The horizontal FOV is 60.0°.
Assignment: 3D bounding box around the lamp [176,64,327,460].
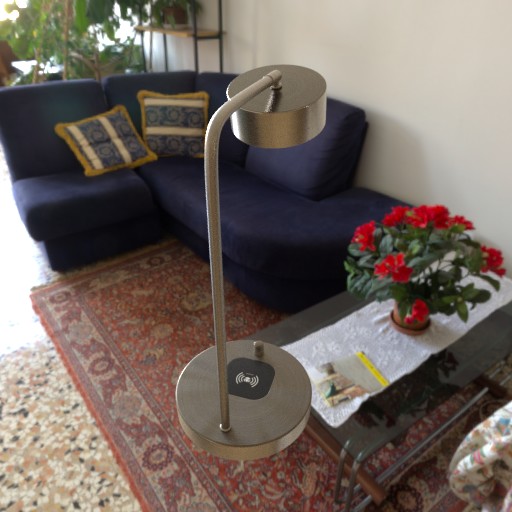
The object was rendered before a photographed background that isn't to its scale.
[{"bbox_3d":[0.000,0.000,0.633,0.211,0.469,0.334,10,33,15],"label":"lamp"}]
